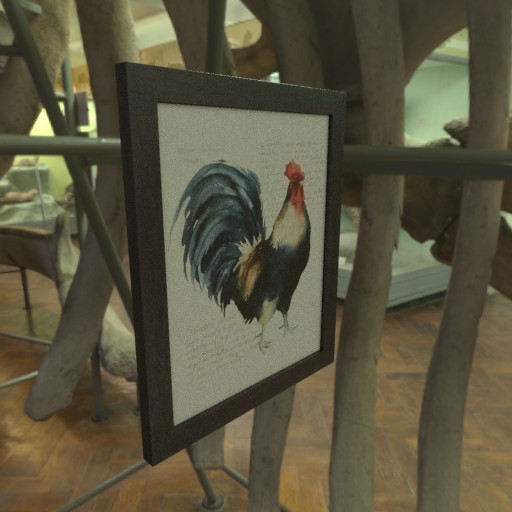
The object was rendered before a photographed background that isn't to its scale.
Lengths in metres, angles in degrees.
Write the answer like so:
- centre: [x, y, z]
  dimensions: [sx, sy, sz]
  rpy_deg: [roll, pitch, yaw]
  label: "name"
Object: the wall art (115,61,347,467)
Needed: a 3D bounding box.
- centre: [0.000, 0.000, 0.786]
  dimensions: [0.027, 0.580, 0.479]
  rpy_deg: [14, 20, 43]
  label: "wall art"
